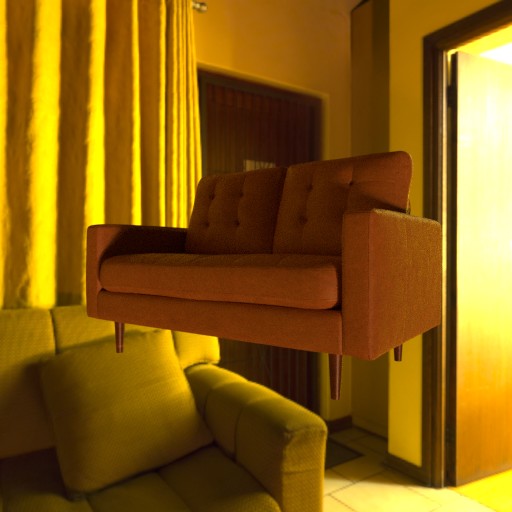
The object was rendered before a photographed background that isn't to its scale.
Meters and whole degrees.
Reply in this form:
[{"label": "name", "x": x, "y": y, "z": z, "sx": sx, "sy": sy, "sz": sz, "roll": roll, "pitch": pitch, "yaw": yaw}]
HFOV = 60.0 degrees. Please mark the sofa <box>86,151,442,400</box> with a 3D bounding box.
[{"label": "sofa", "x": 0.000, "y": 0.000, "z": 1.996, "sx": 1.430, "sy": 0.898, "sz": 0.868, "roll": 0, "pitch": 1, "yaw": 36}]
